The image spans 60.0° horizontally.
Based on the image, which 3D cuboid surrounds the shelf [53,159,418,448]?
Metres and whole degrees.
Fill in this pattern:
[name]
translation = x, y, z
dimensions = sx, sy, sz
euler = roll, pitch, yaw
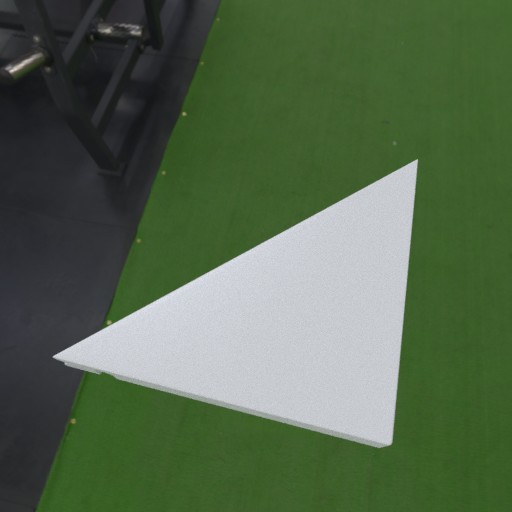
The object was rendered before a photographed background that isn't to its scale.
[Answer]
[shelf]
translation = 0.000, 0.000, 0.449
dimensions = 0.296, 0.035, 0.296
euler = 12, 64, 6
